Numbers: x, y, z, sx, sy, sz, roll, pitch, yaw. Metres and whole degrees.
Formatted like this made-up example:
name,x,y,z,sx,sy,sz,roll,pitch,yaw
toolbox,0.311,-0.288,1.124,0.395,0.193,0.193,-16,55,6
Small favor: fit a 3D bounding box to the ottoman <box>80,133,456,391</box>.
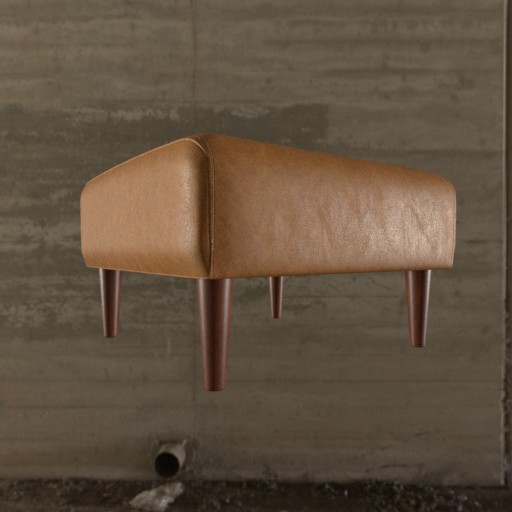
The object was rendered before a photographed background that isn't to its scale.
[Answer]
name,x,y,z,sx,sy,sz,roll,pitch,yaw
ottoman,0.000,0.000,1.035,0.650,0.399,0.650,-1,1,-36
